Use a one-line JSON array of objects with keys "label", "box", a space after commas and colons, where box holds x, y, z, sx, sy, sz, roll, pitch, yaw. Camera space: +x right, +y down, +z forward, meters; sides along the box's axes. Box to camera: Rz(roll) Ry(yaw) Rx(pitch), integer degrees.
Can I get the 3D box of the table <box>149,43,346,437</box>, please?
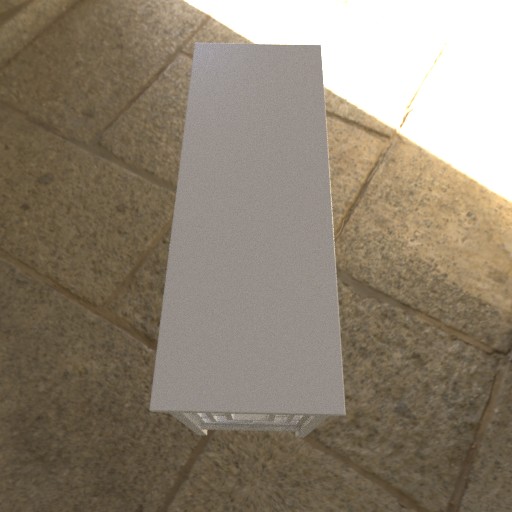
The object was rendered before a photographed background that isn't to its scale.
[{"label": "table", "box": [0.000, 0.000, 1.445, 0.397, 0.753, 1.068, 1, 63, 1]}]
